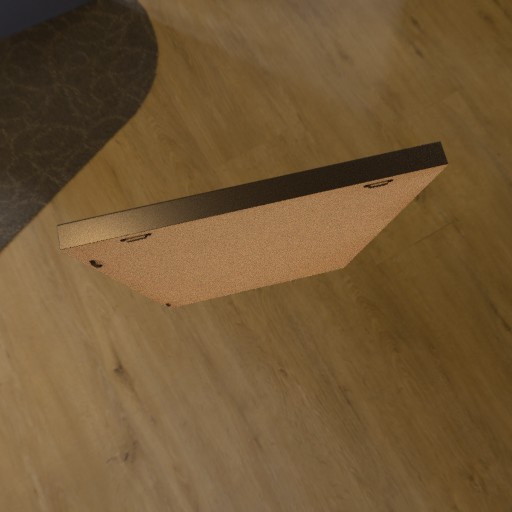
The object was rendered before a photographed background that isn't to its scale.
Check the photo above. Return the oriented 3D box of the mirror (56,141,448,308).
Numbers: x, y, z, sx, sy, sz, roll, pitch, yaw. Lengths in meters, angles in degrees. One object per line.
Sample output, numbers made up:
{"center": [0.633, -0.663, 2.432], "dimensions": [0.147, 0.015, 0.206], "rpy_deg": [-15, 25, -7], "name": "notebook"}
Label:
{"center": [0.000, 0.000, 0.912], "dimensions": [0.507, 0.710, 0.039], "rpy_deg": [-13, 78, -3], "name": "mirror"}
